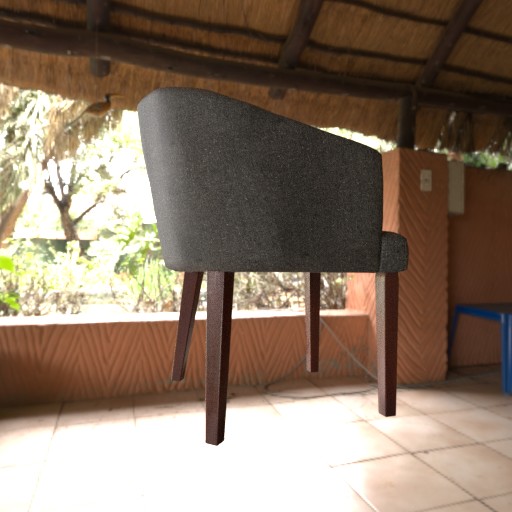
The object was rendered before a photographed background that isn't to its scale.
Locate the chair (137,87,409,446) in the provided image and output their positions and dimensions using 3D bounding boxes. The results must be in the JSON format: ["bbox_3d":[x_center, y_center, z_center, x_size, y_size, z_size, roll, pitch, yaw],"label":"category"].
[{"bbox_3d":[0.000,0.000,1.261,0.655,0.811,0.583,0,0,-18],"label":"chair"}]
